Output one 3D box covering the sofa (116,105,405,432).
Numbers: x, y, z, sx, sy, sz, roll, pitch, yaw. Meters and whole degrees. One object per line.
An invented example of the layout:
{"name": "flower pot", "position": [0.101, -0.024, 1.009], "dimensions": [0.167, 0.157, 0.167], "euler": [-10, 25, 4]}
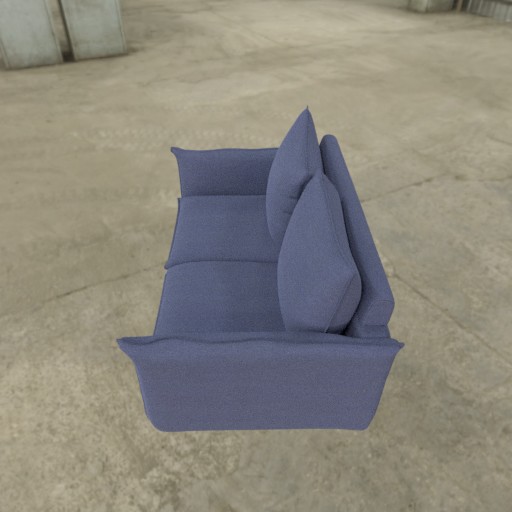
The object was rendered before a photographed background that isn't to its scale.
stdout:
{"name": "sofa", "position": [0.000, 0.000, 1.852], "dimensions": [0.820, 0.840, 1.300], "euler": [-1, 40, -1]}
